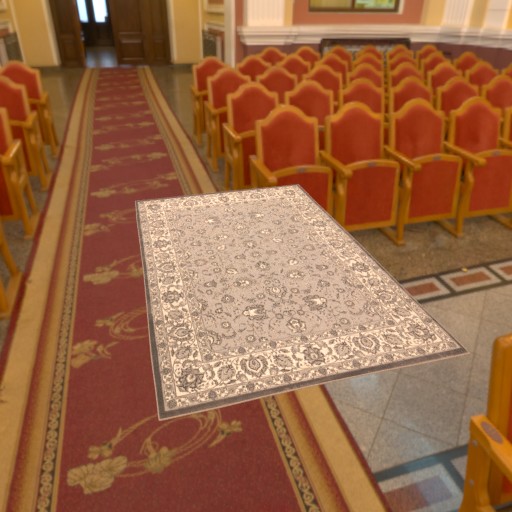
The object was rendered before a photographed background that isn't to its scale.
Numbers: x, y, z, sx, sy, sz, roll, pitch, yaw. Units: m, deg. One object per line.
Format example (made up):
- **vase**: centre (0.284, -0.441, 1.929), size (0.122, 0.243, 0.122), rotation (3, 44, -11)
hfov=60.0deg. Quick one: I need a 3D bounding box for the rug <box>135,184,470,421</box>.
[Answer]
- **rug**: centre (0.000, 0.000, 3.030), size (1.524, 0.011, 2.438), rotation (-8, 31, -13)
